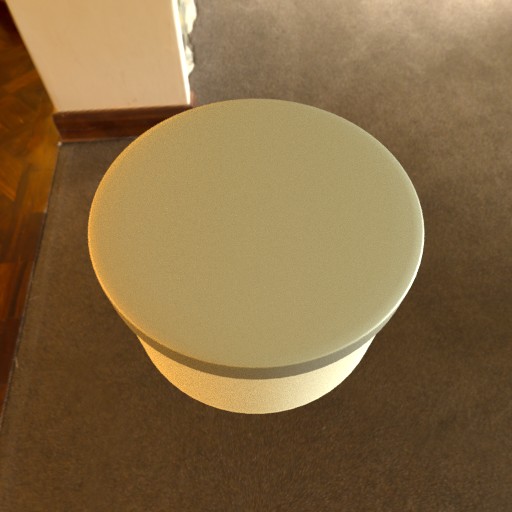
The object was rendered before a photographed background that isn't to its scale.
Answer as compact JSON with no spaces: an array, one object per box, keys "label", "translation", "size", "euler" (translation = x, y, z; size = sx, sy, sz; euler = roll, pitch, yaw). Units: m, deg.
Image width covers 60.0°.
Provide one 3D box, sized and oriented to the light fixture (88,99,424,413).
[{"label":"light fixture","translation":[0.000,0.000,0.622],"size":[0.393,0.229,0.393],"euler":[0,58,0]}]
